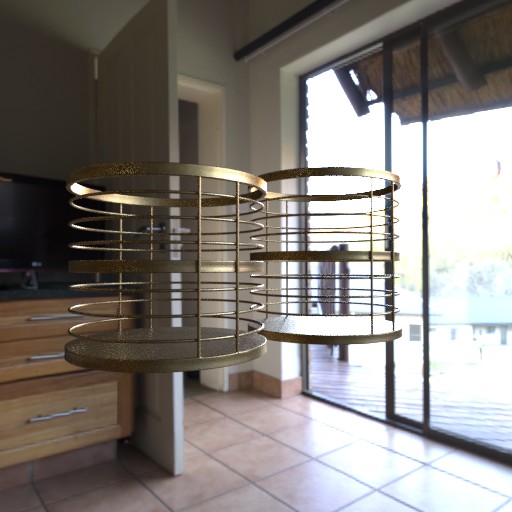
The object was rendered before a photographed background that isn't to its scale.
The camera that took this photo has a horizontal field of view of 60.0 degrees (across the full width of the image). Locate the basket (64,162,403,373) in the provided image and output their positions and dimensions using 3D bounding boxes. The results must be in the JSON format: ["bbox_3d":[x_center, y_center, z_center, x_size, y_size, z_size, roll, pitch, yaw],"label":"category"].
[{"bbox_3d":[0.000,0.000,0.931,0.746,0.351,0.356,1,-2,-36],"label":"basket"}]
